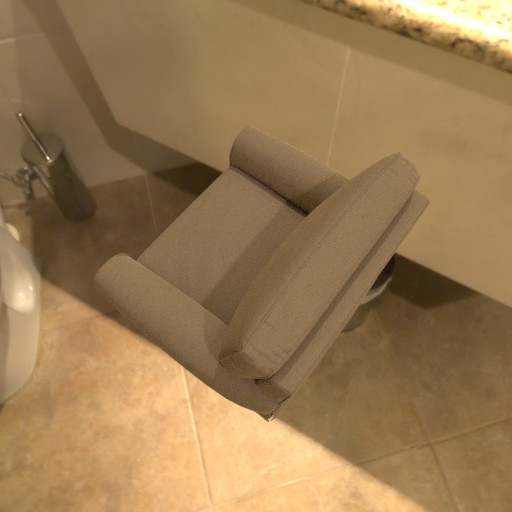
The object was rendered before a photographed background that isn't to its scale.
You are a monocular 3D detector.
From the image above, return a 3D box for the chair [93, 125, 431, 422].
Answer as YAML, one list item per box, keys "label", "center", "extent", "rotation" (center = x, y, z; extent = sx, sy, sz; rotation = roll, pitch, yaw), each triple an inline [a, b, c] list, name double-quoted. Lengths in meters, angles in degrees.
- label: "chair"
  center: [0.000, 0.000, 1.976]
  extent: [0.988, 1.017, 1.135]
  rotation: [35, 68, 16]
